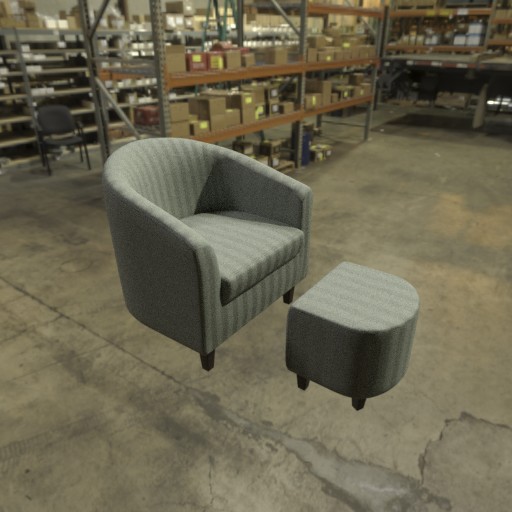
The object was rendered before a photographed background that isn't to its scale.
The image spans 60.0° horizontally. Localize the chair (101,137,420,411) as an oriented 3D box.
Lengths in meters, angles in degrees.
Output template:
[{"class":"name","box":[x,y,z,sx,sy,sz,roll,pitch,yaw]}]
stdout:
[{"class":"chair","box":[0.000,0.000,1.766,1.288,0.757,0.756,18,32,32]}]
